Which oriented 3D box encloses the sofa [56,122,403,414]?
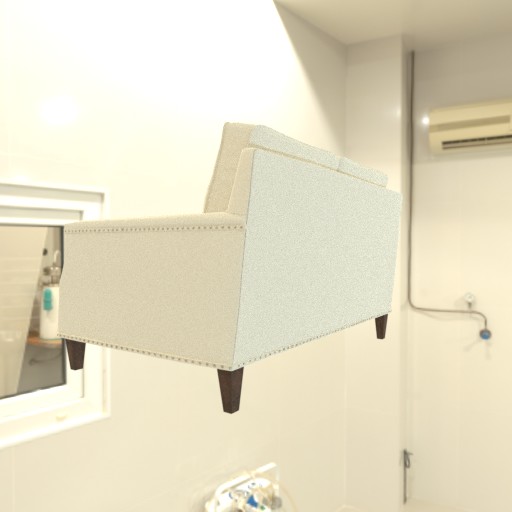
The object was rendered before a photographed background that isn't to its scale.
[{"bbox_3d":[0.000,0.000,2.297,1.084,1.003,1.597,1,1,35],"label":"sofa"}]
